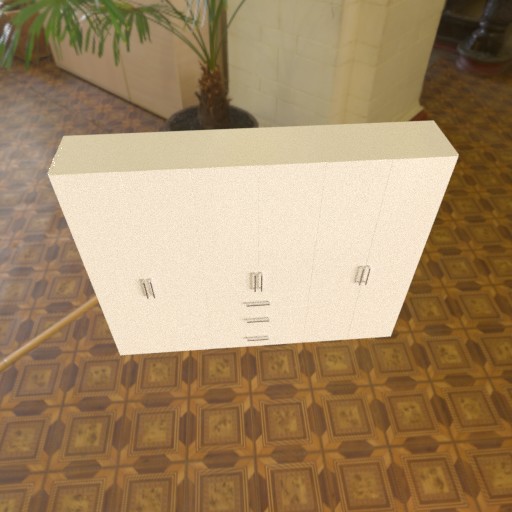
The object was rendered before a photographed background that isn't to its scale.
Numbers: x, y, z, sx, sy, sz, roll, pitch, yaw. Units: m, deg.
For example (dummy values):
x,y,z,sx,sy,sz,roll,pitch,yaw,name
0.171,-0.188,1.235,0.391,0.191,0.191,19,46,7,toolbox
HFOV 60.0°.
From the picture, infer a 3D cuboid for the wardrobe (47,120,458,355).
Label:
x,y,z,sx,sy,sz,roll,pitch,yaw,name
0.000,0.000,4.219,3.000,2.360,0.580,-3,45,-3,wardrobe
